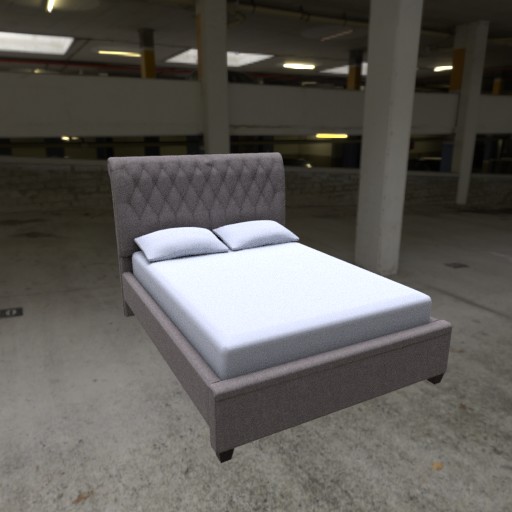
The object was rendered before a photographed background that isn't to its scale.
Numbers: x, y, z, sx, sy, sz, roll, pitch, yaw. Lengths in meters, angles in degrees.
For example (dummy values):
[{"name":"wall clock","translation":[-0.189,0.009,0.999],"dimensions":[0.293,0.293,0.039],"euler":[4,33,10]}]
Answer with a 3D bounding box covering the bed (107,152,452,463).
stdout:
[{"name":"bed","translation":[0.000,0.000,3.310],"dimensions":[1.645,1.371,2.252],"euler":[-8,18,-27]}]
